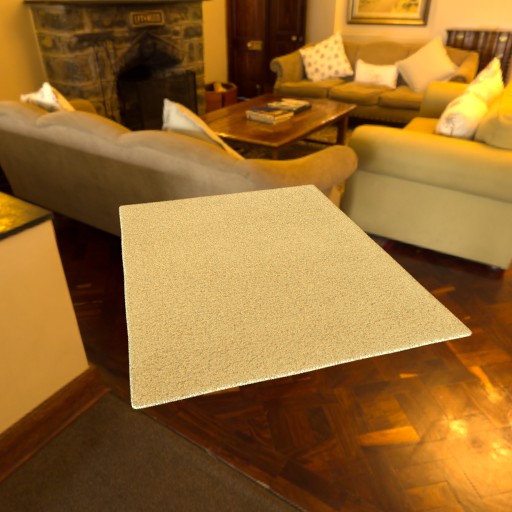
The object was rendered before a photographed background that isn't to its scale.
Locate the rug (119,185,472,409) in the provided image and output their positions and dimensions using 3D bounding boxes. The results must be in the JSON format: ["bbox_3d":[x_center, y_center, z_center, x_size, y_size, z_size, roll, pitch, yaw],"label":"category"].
[{"bbox_3d":[0.000,0.000,4.212,2.438,0.029,3.047,-8,32,-14],"label":"rug"}]
